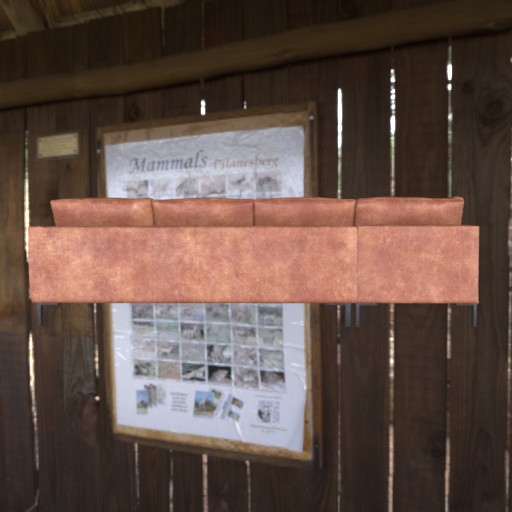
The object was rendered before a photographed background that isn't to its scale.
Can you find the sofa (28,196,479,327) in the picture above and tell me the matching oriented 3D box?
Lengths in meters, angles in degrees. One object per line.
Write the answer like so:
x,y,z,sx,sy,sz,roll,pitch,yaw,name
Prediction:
0.000,0.000,3.834,2.984,0.877,1.938,0,2,0,sofa
